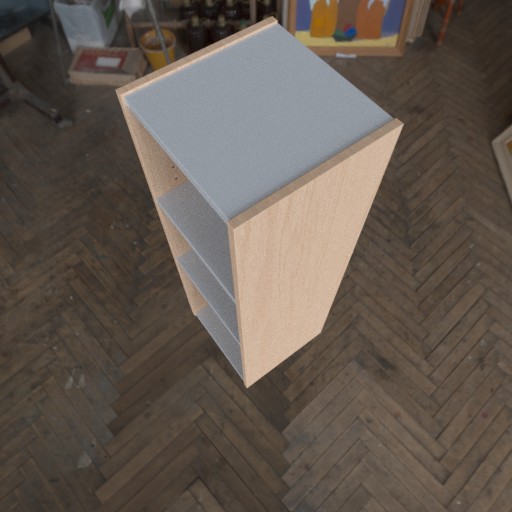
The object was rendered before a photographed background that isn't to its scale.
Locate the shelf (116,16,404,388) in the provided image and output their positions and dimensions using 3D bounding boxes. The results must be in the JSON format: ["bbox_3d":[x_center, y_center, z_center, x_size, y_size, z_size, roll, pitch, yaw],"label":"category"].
[{"bbox_3d":[0.000,0.000,1.028,0.290,0.900,0.300,-33,67,-16],"label":"shelf"}]
